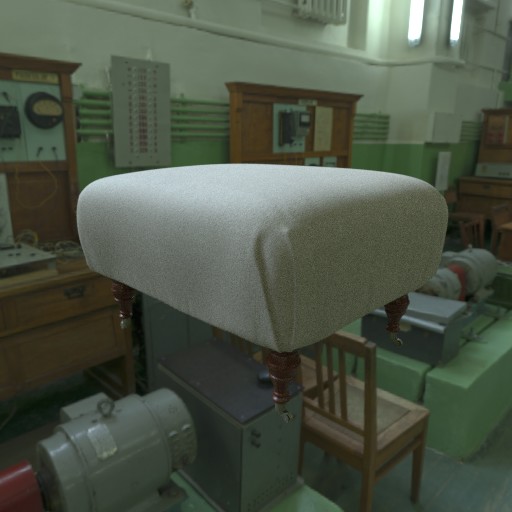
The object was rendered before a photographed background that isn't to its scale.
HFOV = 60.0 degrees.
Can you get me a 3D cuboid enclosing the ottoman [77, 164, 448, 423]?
[{"bbox_3d":[0.000,0.000,1.124,0.746,0.450,0.639,14,21,42],"label":"ottoman"}]
